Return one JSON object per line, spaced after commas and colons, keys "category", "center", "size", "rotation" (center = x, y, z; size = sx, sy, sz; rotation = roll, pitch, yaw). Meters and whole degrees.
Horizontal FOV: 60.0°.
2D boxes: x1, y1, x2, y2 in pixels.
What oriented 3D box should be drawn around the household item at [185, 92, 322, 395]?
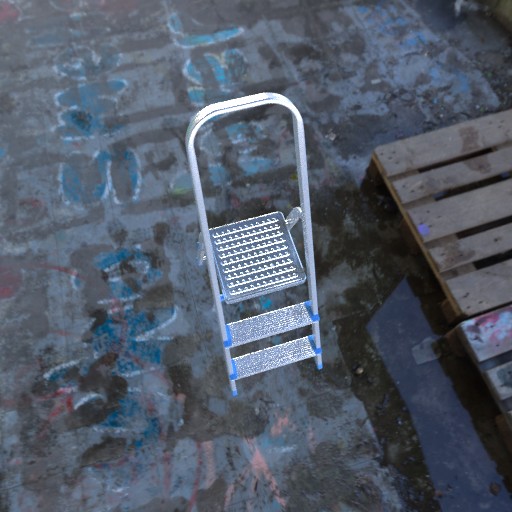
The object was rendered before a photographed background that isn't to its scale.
{"category": "household item", "center": [0.000, 0.000, 1.547], "size": [0.420, 1.215, 0.687], "rotation": [-15, 66, -7]}
